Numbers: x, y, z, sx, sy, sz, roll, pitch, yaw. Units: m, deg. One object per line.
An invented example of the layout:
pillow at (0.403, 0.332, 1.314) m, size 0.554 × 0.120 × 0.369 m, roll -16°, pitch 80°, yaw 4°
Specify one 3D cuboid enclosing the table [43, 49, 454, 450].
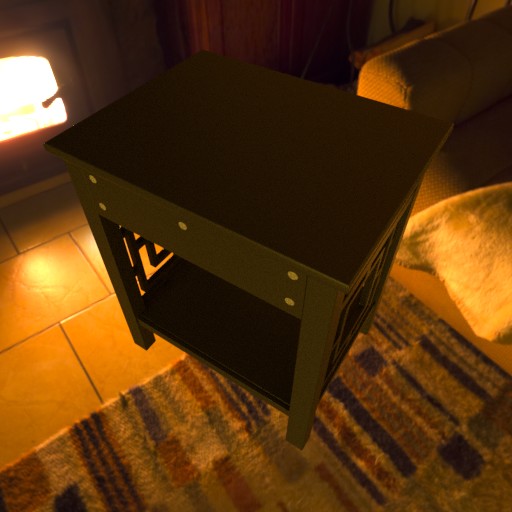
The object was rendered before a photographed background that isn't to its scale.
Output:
table at (0.000, 0.000, 1.008) m, size 0.564 × 0.646 × 0.451 m, roll 26°, pitch 53°, yaw 21°
